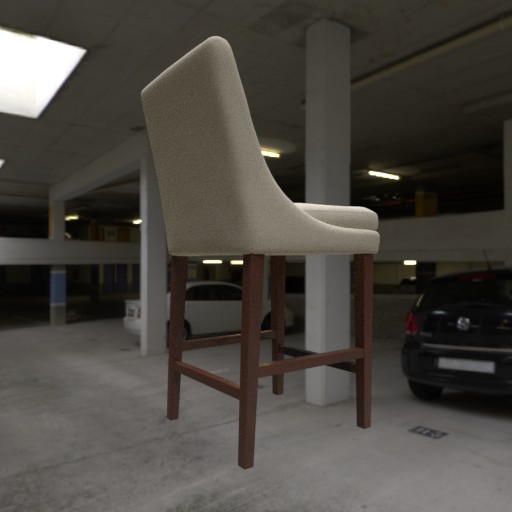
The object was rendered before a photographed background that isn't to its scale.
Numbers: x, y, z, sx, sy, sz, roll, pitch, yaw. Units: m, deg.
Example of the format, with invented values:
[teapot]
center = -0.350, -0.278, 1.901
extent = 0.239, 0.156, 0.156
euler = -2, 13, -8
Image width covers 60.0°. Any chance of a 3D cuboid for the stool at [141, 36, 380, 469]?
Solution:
[stool]
center = 0.000, 0.000, 1.290
extent = 0.577, 0.981, 0.470
euler = 0, -1, -36
